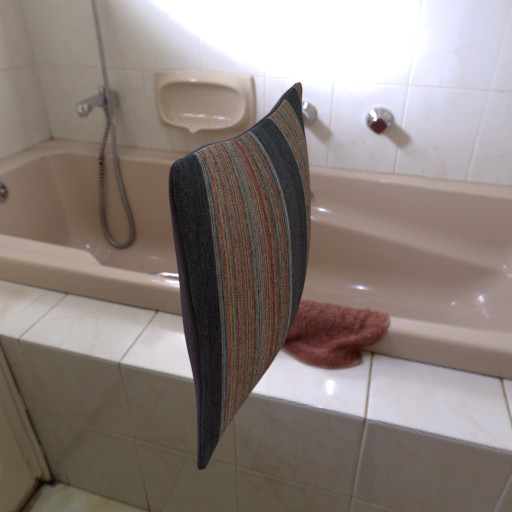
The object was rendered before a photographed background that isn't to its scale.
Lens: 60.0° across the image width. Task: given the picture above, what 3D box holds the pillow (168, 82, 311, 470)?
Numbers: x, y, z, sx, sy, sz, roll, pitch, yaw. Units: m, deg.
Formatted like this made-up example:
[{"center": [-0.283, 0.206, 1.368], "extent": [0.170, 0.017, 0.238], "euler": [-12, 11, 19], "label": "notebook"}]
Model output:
[{"center": [0.000, 0.000, 0.648], "extent": [0.136, 0.419, 0.437], "euler": [10, 32, 16], "label": "pillow"}]
